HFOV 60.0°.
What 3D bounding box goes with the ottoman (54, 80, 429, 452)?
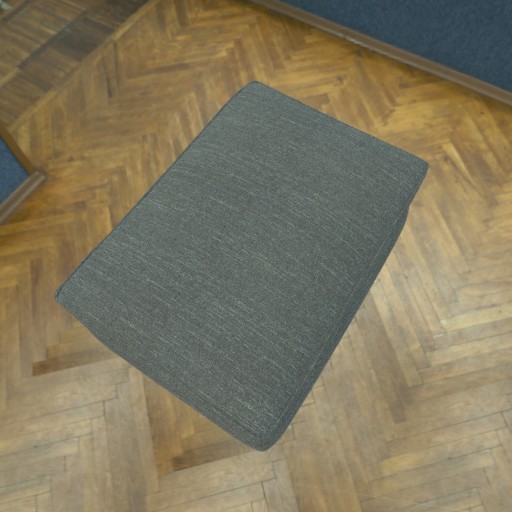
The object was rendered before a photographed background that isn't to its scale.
[{"bbox_3d":[0.000,0.000,1.007,0.508,0.406,0.686,30,67,14],"label":"ottoman"}]
